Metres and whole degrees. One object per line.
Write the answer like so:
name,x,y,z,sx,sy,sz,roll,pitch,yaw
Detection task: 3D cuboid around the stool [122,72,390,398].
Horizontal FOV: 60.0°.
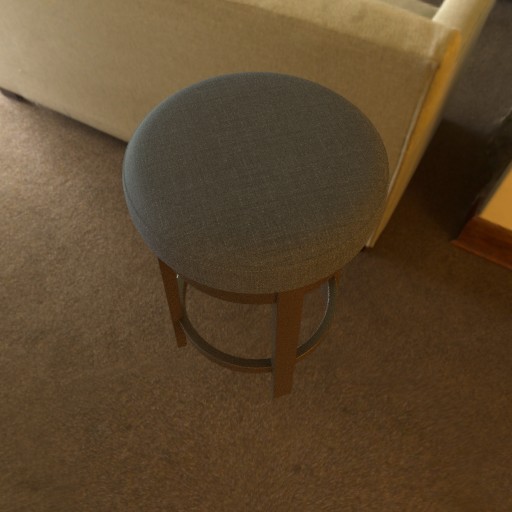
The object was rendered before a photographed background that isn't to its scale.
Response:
stool,0.000,0.000,0.958,0.449,0.655,0.449,0,58,0
